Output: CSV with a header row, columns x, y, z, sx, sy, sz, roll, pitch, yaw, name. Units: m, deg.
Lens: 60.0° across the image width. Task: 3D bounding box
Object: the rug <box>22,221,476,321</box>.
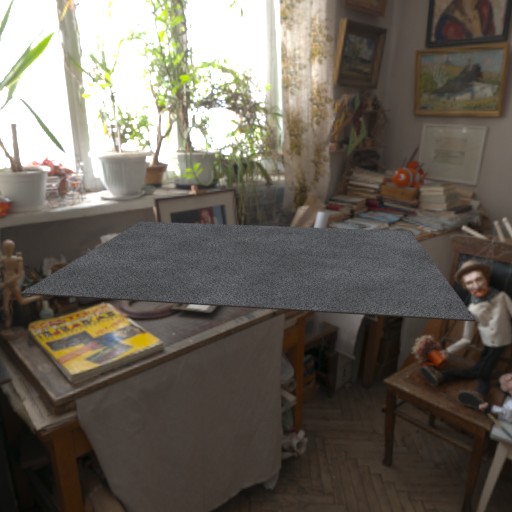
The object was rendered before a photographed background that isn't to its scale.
x,y,z,sx,sy,sz,roll,pitch,yaw,name
0.000,0.000,2.900,2.235,0.008,1.600,3,18,8,rug
